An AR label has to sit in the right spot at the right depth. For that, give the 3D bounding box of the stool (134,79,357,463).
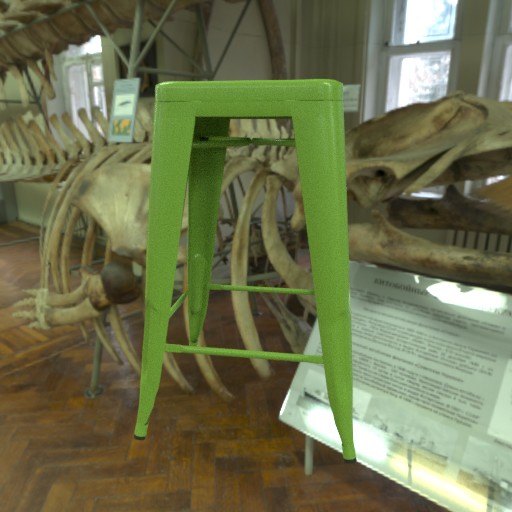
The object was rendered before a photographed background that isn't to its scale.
[{"bbox_3d":[0.000,0.000,0.852,0.398,0.609,0.358,3,17,9],"label":"stool"}]
